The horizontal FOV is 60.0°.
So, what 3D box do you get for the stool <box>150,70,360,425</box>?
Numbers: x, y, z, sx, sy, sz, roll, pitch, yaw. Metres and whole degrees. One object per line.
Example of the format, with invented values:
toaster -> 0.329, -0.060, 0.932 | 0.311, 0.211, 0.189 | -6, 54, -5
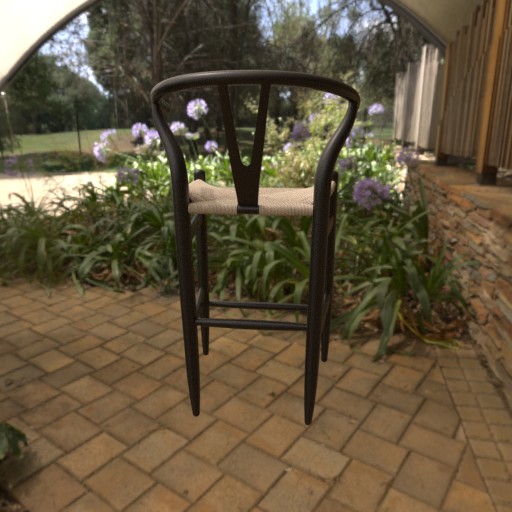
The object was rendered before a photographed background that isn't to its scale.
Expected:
stool -> 0.000, 0.000, 1.338 | 0.569, 0.970, 0.579 | 2, 15, 7
